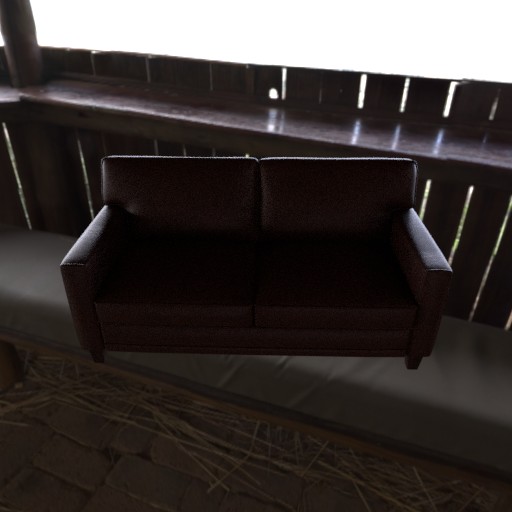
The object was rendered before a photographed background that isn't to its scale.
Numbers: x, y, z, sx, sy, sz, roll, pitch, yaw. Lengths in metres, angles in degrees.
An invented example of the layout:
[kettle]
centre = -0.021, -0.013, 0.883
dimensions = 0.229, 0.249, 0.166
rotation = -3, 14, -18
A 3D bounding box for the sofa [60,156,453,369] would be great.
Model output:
[sofa]
centre = 0.000, 0.000, 2.471
dimensions = 1.876, 0.928, 0.912
rotation = 1, 31, 1
